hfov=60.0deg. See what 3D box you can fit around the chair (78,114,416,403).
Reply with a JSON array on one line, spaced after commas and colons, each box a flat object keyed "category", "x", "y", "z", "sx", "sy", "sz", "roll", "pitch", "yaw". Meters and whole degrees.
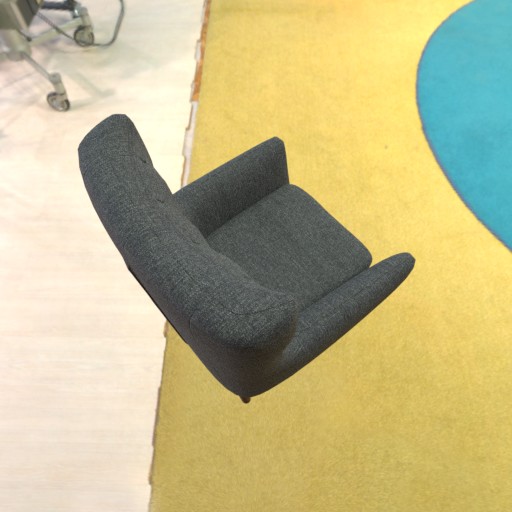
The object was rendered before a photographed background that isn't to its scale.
[{"category": "chair", "x": 0.000, "y": 0.000, "z": 1.709, "sx": 0.904, "sy": 1.063, "sz": 0.878, "roll": -34, "pitch": 64, "yaw": -19}]
